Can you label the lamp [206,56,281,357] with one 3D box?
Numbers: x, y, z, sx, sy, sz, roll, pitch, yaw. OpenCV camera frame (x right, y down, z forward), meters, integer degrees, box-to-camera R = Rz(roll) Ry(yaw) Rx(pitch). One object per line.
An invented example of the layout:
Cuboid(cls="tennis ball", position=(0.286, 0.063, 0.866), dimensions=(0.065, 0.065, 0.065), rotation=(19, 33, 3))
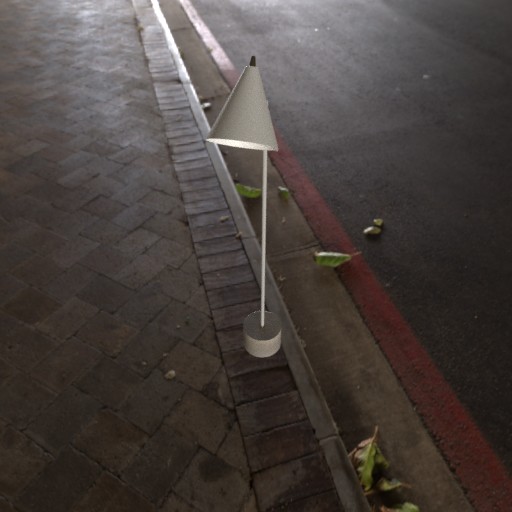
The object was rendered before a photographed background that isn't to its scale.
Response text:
Cuboid(cls="lamp", position=(0.000, 0.000, 1.609), dimensions=(0.223, 1.430, 0.508), rotation=(12, 43, 13))
